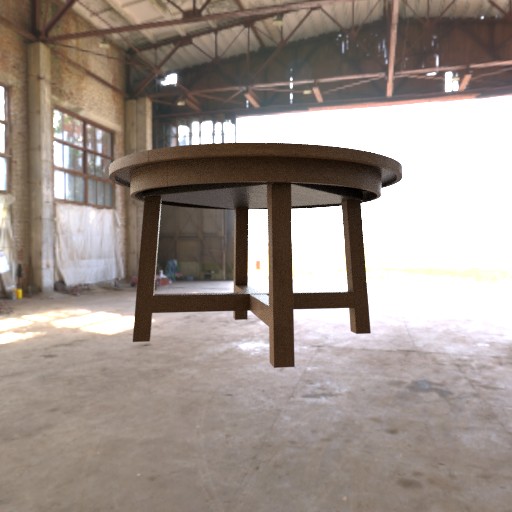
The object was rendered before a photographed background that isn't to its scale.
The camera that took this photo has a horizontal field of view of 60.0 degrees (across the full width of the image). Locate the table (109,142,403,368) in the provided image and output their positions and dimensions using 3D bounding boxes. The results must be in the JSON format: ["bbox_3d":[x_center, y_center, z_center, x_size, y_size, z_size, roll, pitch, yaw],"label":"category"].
[{"bbox_3d":[0.000,0.000,2.101,1.319,0.762,1.319,0,1,0],"label":"table"}]
